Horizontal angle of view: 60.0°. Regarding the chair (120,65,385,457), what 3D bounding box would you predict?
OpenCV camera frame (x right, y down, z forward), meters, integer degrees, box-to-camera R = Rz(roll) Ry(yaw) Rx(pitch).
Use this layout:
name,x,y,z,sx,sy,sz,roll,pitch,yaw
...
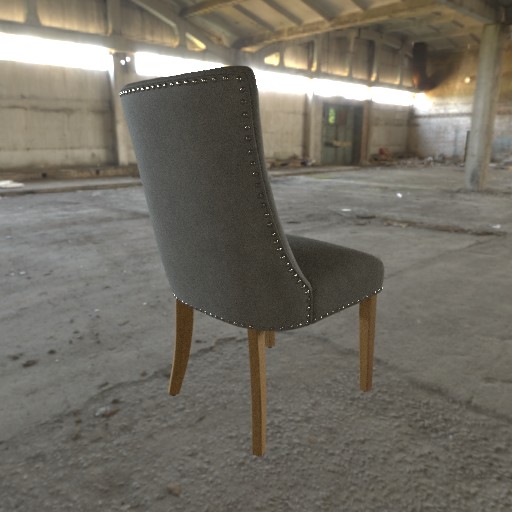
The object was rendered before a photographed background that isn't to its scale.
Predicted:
name,x,y,z,sx,sy,sz,roll,pitch,yaw
chair,0.000,0.000,1.251,0.610,0.902,0.495,-14,20,-42
